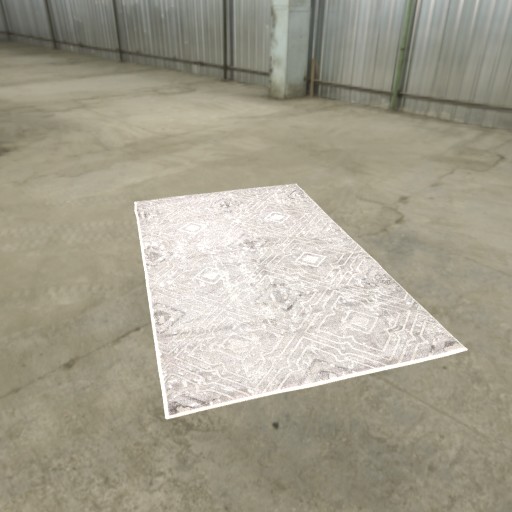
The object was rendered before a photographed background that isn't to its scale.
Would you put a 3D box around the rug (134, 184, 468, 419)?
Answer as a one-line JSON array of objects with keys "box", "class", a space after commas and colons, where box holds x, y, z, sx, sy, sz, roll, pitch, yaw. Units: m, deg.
[{"box": [0.000, 0.000, 3.087, 1.537, 0.036, 2.447, -8, 31, -14], "class": "rug"}]
